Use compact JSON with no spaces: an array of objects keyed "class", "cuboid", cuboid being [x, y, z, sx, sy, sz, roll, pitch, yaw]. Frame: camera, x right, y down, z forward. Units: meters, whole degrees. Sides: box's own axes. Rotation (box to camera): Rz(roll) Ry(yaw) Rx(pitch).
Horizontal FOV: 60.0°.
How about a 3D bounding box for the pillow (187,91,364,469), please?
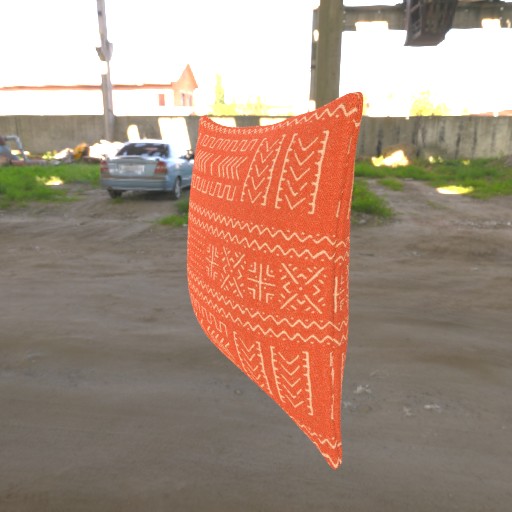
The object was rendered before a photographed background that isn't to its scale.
[{"class":"pillow","cuboid":[0.000,0.000,0.664,0.164,0.429,0.438,-7,17,-26]}]
